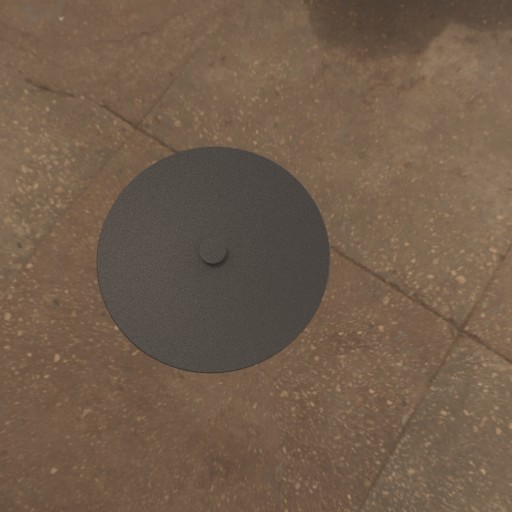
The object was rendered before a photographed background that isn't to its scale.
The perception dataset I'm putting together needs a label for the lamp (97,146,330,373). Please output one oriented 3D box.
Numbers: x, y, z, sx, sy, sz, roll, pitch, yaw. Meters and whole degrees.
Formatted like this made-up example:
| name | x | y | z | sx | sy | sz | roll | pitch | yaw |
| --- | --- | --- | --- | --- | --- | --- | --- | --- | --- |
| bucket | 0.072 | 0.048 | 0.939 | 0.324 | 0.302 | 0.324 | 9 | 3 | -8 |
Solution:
| name | x | y | z | sx | sy | sz | roll | pitch | yaw |
| --- | --- | --- | --- | --- | --- | --- | --- | --- | --- |
| lamp | 0.000 | 0.000 | 0.685 | 0.229 | 0.508 | 0.369 | 35 | 79 | 8 |
